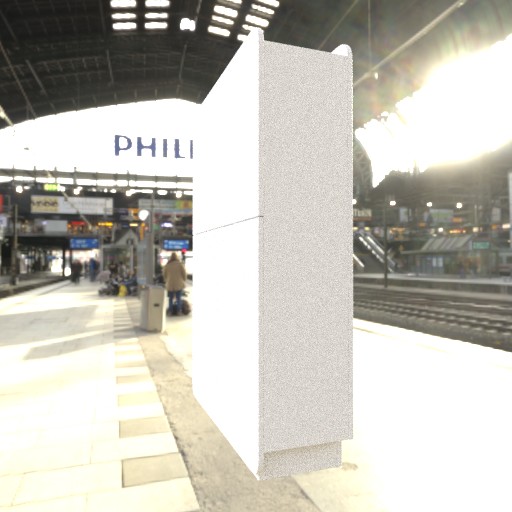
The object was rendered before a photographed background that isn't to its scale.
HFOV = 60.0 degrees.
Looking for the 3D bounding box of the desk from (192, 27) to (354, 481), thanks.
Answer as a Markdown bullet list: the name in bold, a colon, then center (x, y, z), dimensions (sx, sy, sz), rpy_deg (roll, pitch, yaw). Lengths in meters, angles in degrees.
- **desk**: center (0.000, 0.000, 1.540), dimensions (0.278, 1.190, 0.795), rpy_deg (0, -1, -20)
